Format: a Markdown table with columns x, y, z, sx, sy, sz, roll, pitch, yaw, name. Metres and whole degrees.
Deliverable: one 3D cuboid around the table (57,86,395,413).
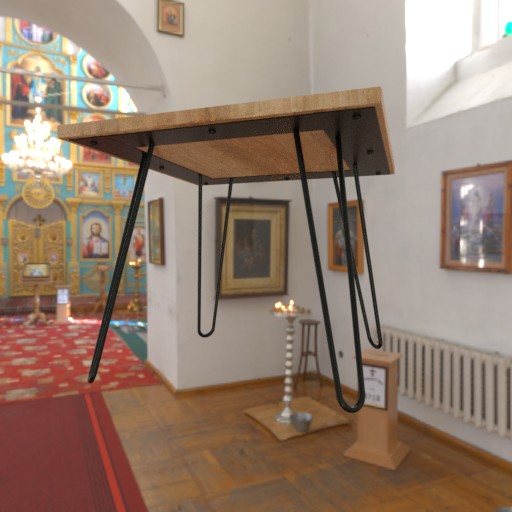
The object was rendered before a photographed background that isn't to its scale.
| x | y | z | sx | sy | sz | roll | pitch | yaw | name |
| --- | --- | --- | --- | --- | --- | --- | --- | --- | --- |
| 0.000 | 0.000 | 1.032 | 0.599 | 0.500 | 0.599 | 0 | 0 | 19 | table |
